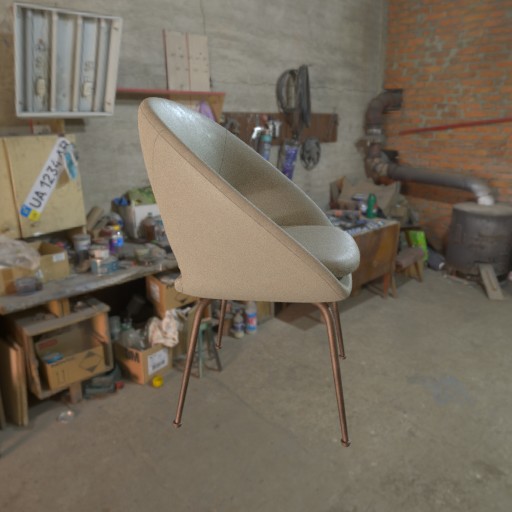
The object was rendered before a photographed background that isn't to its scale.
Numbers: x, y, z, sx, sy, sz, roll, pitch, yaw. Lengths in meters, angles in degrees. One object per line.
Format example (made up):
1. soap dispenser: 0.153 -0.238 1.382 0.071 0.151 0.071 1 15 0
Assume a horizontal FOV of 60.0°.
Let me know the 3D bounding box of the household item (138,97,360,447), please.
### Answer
1. household item: 0.000 0.000 1.258 0.573 0.852 0.623 3 16 9
